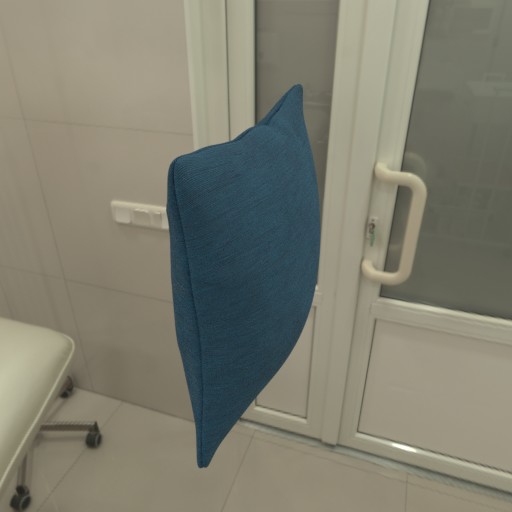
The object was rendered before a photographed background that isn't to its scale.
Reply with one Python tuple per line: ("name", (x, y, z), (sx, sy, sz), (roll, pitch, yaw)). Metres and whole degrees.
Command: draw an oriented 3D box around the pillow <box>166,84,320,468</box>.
("pillow", (0.000, 0.000, 0.654), (0.177, 0.420, 0.437), (10, 31, 16))
